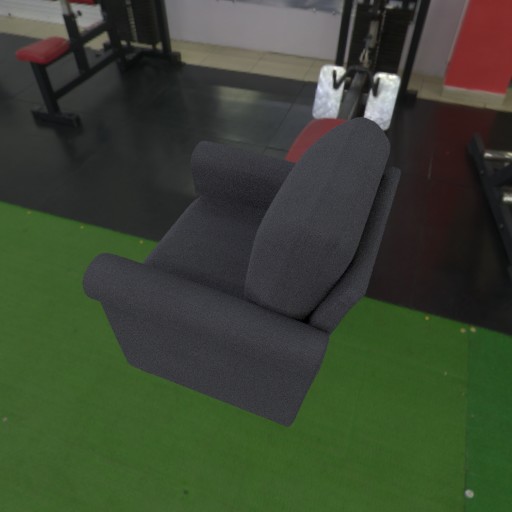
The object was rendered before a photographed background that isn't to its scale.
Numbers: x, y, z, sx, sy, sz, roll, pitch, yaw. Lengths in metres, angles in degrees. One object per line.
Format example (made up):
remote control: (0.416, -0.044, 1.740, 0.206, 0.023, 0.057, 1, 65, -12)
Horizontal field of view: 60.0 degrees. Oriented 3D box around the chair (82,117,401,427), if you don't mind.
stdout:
chair: (0.000, 0.000, 1.628, 0.828, 0.942, 0.867, 16, 48, 15)
